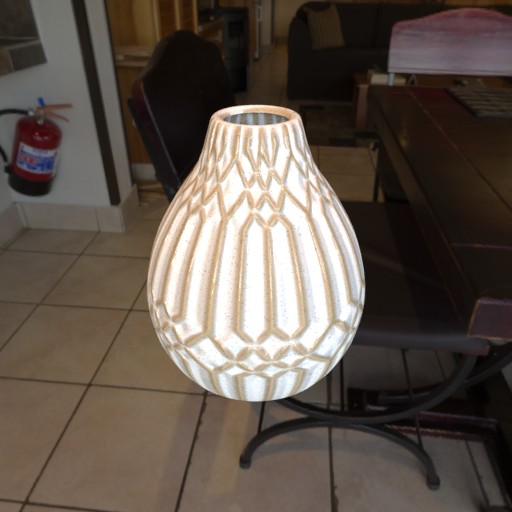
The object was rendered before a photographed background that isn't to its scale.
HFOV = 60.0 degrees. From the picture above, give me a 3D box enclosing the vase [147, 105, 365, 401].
[{"bbox_3d":[0.000,0.000,0.319,0.159,0.200,0.159,0,31,0],"label":"vase"}]
